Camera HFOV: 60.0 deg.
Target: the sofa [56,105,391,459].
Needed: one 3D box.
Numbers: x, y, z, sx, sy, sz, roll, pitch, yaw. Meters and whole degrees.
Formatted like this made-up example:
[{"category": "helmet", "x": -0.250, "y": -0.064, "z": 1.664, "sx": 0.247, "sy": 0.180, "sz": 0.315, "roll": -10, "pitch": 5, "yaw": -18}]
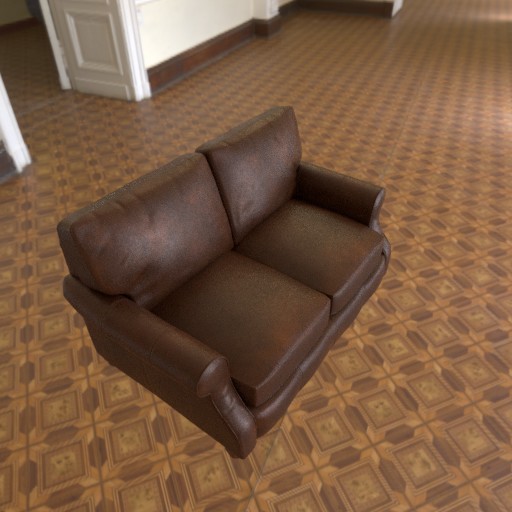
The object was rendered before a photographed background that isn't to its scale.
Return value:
[{"category": "sofa", "x": 0.000, "y": 0.000, "z": 2.216, "sx": 0.990, "sy": 0.976, "sz": 1.616, "roll": 24, "pitch": 45, "yaw": 27}]
